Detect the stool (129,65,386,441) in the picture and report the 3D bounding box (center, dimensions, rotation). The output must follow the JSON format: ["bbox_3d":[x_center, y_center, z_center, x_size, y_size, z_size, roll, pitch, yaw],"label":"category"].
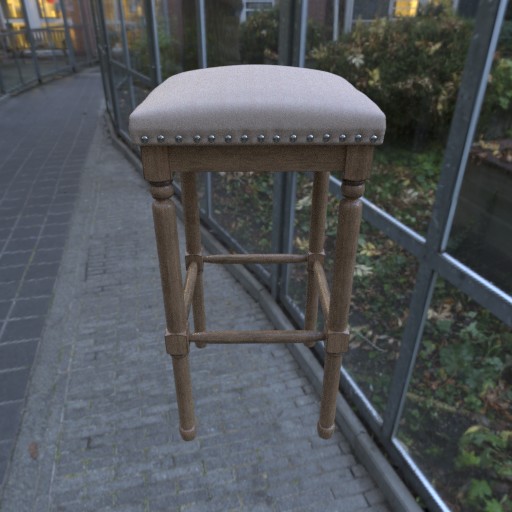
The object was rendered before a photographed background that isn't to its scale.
[{"bbox_3d":[0.000,0.000,0.972,0.383,0.768,0.382,0,29,-1],"label":"stool"}]
